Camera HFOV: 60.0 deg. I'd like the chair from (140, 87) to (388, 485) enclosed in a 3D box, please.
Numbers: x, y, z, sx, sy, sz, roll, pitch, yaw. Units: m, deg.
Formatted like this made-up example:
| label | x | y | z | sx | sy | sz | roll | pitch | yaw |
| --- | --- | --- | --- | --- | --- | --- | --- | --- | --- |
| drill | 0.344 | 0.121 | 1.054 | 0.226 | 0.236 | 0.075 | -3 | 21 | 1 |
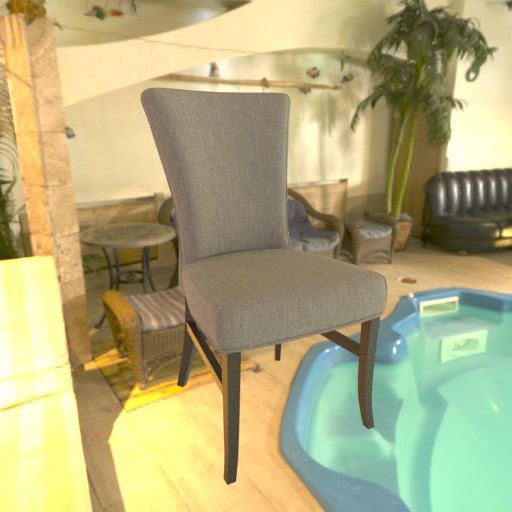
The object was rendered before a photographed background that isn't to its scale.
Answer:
| label | x | y | z | sx | sy | sz | roll | pitch | yaw |
| --- | --- | --- | --- | --- | --- | --- | --- | --- | --- |
| chair | 0.000 | 0.000 | 1.362 | 0.520 | 0.991 | 0.660 | -8 | 18 | -27 |
